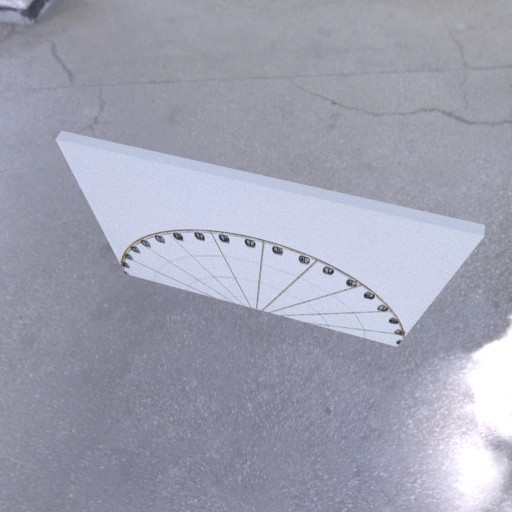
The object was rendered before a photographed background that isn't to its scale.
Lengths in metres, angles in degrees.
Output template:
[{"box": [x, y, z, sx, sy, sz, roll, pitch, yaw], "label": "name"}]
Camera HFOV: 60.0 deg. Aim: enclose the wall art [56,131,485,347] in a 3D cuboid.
[{"box": [0.000, 0.000, 1.475, 1.144, 0.767, 0.038, 14, 60, 8], "label": "wall art"}]
